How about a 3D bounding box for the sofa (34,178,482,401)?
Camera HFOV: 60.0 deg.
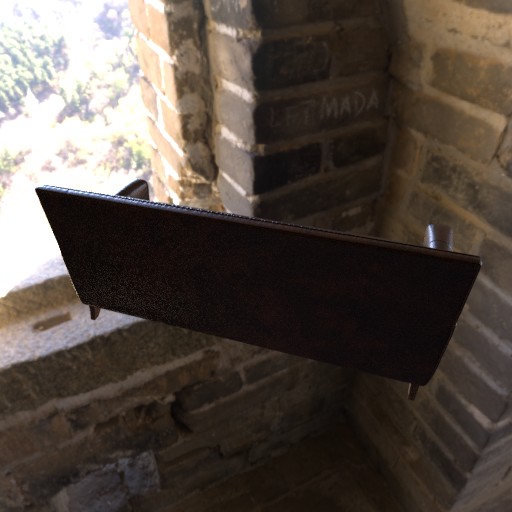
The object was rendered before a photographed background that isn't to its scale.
[{"bbox_3d":[0.000,0.000,2.413,1.995,0.871,0.786,11,36,15],"label":"sofa"}]
